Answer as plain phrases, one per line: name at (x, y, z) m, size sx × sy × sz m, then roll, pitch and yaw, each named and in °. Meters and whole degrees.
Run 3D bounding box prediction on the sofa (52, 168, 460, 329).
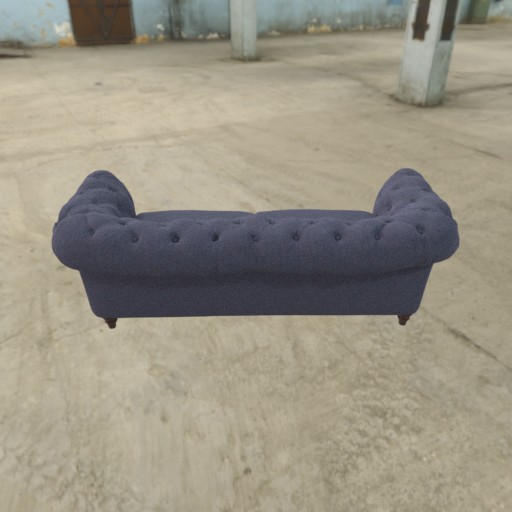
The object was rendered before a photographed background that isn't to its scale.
sofa at (0.000, 0.000, 2.804) m, size 2.335 × 0.836 × 1.046 m, roll -1°, pitch 30°, yaw -1°
